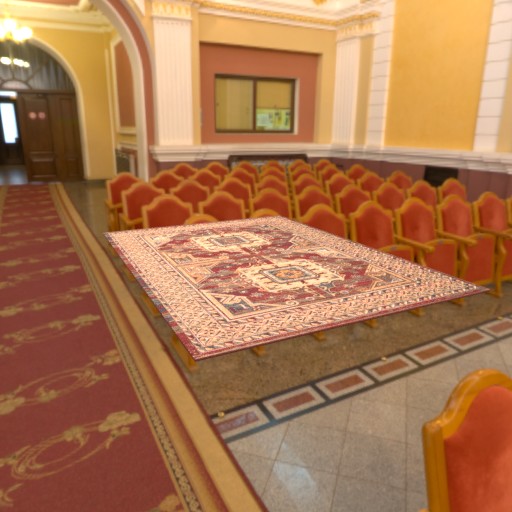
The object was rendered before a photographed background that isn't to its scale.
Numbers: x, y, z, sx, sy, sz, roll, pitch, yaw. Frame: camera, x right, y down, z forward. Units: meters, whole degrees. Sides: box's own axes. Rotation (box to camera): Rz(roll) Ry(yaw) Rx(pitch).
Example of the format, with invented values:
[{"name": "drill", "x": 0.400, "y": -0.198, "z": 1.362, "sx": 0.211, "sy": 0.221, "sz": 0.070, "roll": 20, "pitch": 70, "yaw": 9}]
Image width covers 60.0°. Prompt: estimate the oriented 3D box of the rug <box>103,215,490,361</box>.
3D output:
[{"name": "rug", "x": 0.000, "y": 0.000, "z": 2.894, "sx": 1.599, "sy": 0.011, "sz": 2.210, "roll": -8, "pitch": 18, "yaw": -25}]
